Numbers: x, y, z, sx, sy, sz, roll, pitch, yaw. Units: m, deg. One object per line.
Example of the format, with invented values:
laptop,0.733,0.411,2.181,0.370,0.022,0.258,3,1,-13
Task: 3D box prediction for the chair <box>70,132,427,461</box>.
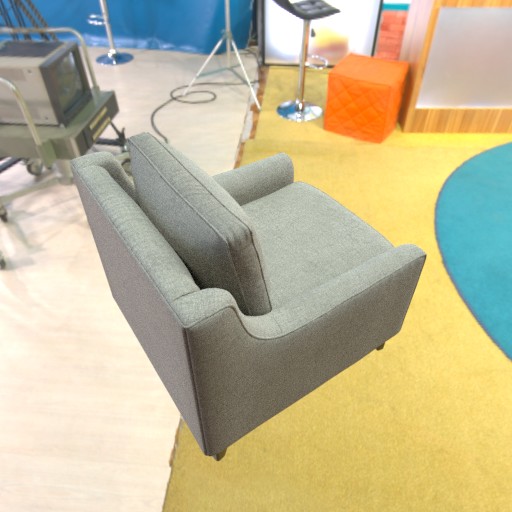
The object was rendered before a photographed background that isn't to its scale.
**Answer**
chair,0.000,0.000,1.599,0.918,0.864,0.838,-25,48,-24
